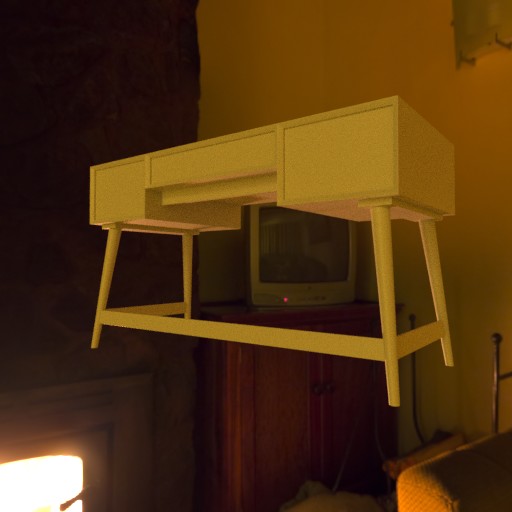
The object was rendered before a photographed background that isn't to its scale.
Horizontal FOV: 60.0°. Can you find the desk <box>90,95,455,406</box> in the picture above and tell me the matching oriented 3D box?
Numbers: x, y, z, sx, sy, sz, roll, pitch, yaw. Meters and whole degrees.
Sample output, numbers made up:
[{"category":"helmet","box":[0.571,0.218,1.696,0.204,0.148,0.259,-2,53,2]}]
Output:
[{"category":"desk","box":[0.000,0.000,1.710,1.313,0.762,0.589,-1,-2,37]}]
